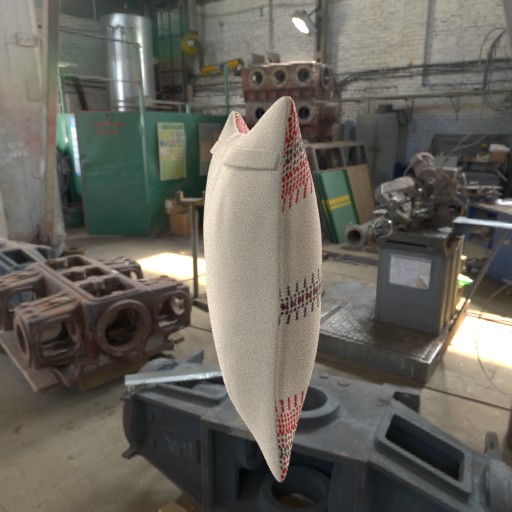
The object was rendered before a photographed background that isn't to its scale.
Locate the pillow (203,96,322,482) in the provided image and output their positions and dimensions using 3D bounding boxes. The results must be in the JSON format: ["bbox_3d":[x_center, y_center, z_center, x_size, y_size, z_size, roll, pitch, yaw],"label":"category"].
[{"bbox_3d":[0.000,0.000,0.706,0.160,0.454,0.463,-3,16,-9],"label":"pillow"}]
